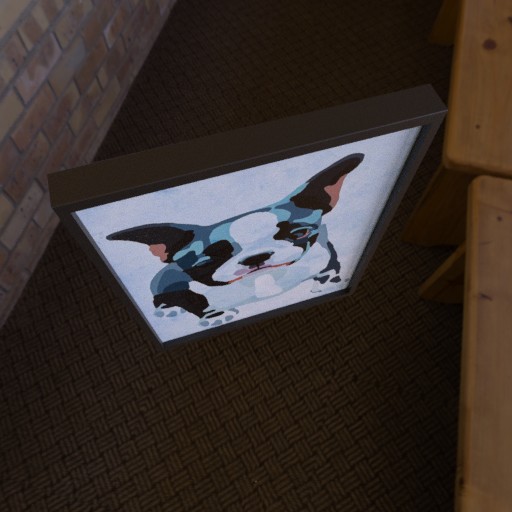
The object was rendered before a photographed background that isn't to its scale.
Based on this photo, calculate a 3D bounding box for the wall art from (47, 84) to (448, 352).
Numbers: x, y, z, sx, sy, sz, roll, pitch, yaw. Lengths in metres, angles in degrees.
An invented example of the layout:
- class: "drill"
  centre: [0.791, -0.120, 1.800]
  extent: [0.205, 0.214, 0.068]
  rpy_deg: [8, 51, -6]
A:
- class: "wall art"
  centre: [0.000, 0.000, 0.485]
  extent: [0.294, 0.369, 0.030]
  rpy_deg: [-15, 64, -8]
